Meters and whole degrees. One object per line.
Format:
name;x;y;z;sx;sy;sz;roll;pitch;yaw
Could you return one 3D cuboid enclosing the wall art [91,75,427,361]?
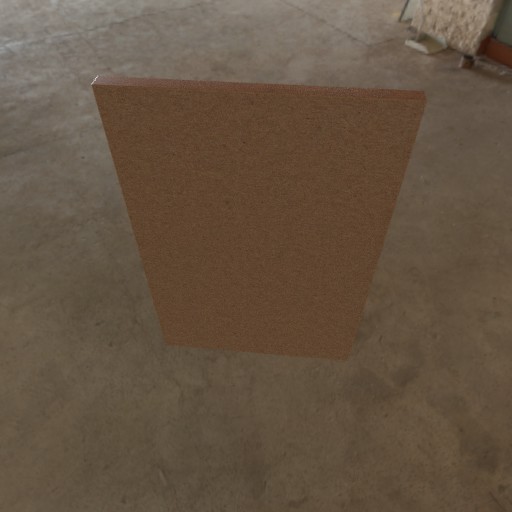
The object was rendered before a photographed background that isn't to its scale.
wall art;0.000;0.000;1.150;0.610;0.914;0.037;4;48;4
